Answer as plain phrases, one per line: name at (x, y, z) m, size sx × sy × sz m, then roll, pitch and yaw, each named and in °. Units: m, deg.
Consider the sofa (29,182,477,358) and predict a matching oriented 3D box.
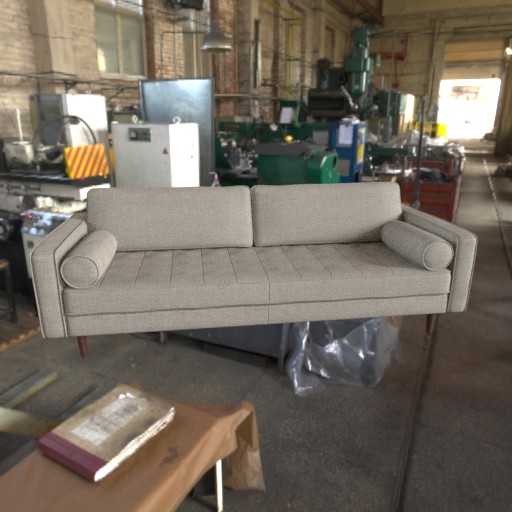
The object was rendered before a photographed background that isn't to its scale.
sofa at (0.000, 0.000, 2.593) m, size 2.211 × 0.762 × 0.914 m, roll -2°, pitch 18°, yaw -8°
